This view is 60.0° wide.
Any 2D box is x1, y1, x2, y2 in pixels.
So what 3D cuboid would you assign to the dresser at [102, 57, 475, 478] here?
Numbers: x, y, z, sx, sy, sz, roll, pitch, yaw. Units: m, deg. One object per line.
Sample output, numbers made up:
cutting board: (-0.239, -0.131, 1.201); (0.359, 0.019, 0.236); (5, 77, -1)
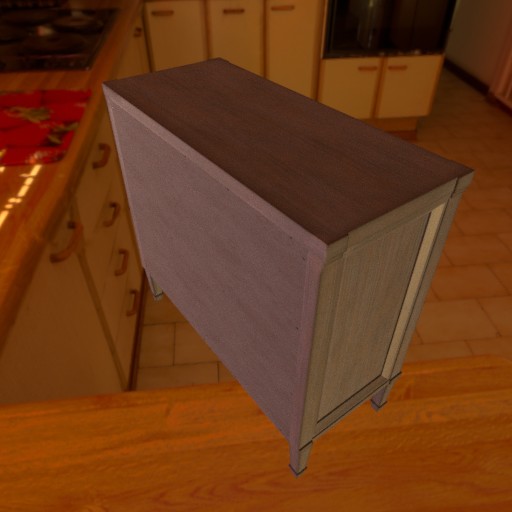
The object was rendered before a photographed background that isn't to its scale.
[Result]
dresser: (0.000, 0.000, 1.529); (0.463, 0.986, 1.049); (-26, 46, -27)
